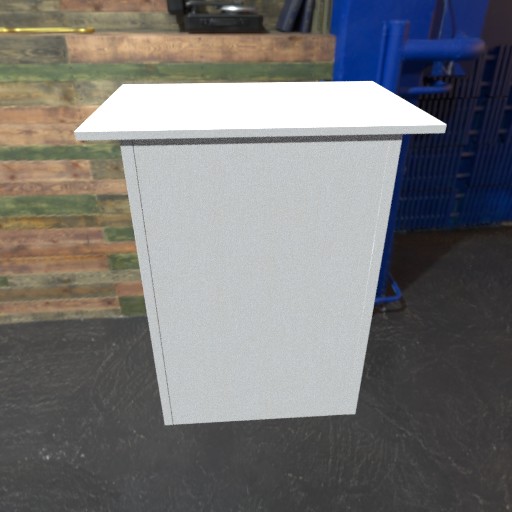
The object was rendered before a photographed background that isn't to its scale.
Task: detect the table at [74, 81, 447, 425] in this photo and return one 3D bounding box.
[{"bbox_3d":[0.000,0.000,1.055,0.589,0.711,0.406,-2,31,-4],"label":"table"}]
